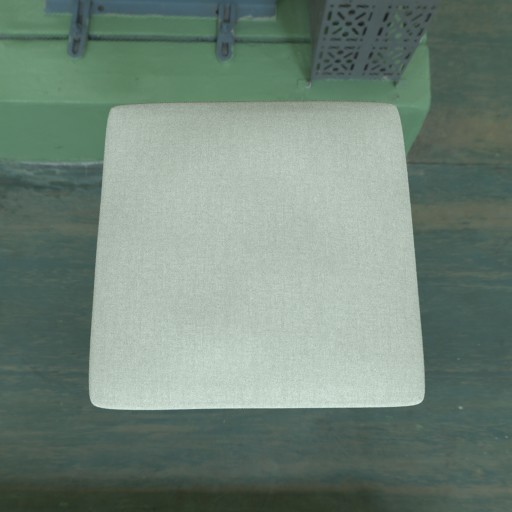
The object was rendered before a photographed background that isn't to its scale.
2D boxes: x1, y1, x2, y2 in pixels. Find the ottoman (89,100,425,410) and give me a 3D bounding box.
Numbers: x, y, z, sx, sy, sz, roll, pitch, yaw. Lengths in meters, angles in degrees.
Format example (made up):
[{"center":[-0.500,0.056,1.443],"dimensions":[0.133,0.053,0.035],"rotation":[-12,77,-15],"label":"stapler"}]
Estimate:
[{"center":[0.000,0.000,1.320],"dimensions":[0.843,0.436,0.840],"rotation":[-1,77,0],"label":"ottoman"}]
